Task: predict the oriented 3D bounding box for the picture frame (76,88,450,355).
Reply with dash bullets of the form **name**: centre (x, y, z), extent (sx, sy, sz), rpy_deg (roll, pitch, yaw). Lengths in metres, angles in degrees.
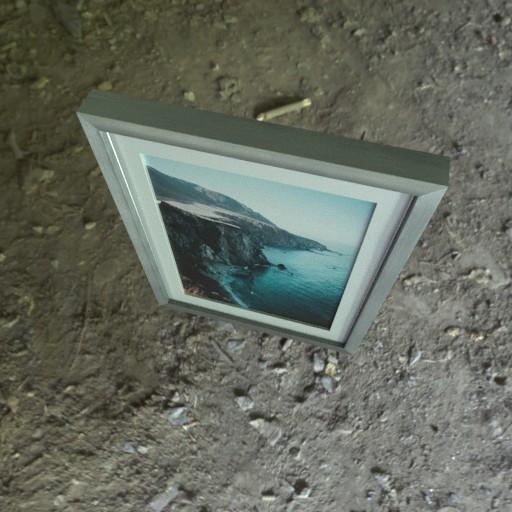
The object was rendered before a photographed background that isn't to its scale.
- **picture frame**: centre (0.000, 0.000, 0.763), extent (0.449, 0.555, 0.046), rpy_deg (13, 59, 8)
